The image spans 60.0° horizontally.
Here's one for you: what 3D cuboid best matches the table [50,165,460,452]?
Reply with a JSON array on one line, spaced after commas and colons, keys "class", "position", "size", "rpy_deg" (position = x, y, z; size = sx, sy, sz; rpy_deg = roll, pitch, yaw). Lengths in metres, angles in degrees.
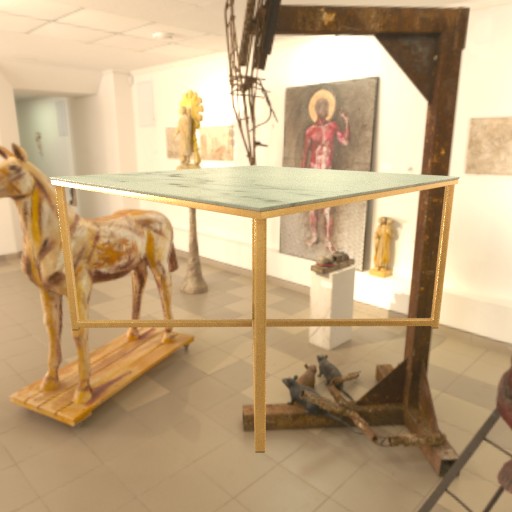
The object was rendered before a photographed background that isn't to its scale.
[{"class": "table", "position": [0.000, 0.000, 1.278], "size": [0.800, 0.450, 0.800], "rpy_deg": [14, 20, 42]}]
